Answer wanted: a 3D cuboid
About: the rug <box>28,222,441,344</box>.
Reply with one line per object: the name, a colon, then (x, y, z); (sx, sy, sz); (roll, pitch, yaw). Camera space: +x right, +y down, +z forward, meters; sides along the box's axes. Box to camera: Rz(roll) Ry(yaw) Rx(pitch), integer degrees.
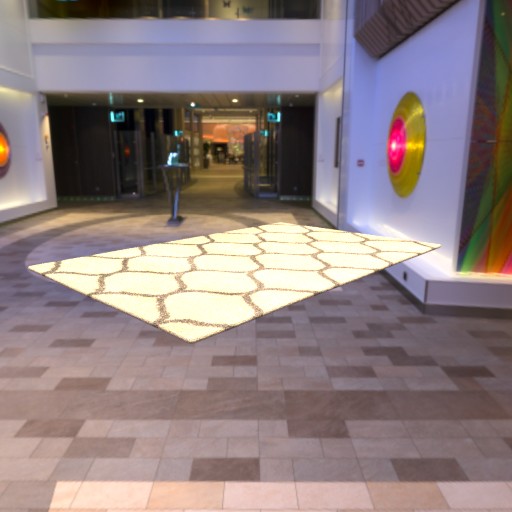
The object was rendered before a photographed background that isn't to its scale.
rug: (0.000, 0.000, 3.410); (1.801, 0.026, 2.701); (12, 18, 42)
